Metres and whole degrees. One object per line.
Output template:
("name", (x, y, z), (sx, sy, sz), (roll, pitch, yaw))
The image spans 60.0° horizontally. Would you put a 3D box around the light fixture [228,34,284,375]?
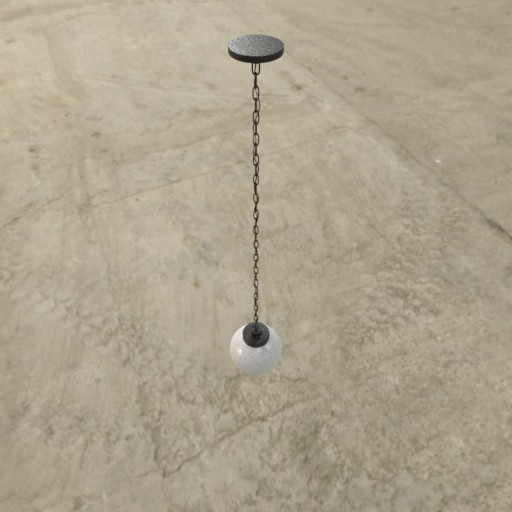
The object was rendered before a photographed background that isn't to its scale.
("light fixture", (0.000, 0.000, 2.030), (0.305, 1.867, 0.304), (3, 46, 3))
